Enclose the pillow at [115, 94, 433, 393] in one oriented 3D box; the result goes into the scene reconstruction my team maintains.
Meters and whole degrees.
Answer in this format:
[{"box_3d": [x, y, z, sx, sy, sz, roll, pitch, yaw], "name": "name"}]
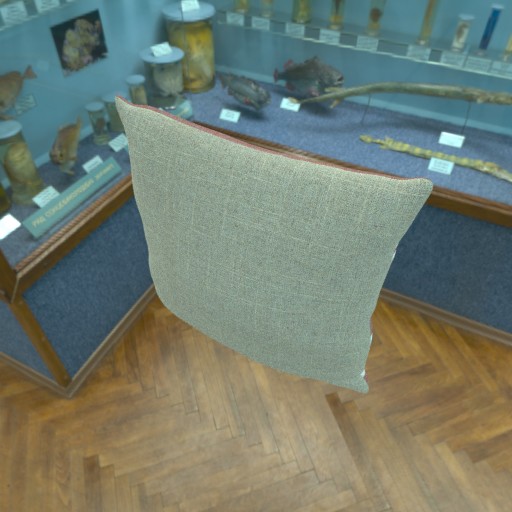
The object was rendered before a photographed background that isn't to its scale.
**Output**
[{"box_3d": [0.000, 0.000, 0.675, 0.439, 0.427, 0.182, 22, 49, 20], "name": "pillow"}]
